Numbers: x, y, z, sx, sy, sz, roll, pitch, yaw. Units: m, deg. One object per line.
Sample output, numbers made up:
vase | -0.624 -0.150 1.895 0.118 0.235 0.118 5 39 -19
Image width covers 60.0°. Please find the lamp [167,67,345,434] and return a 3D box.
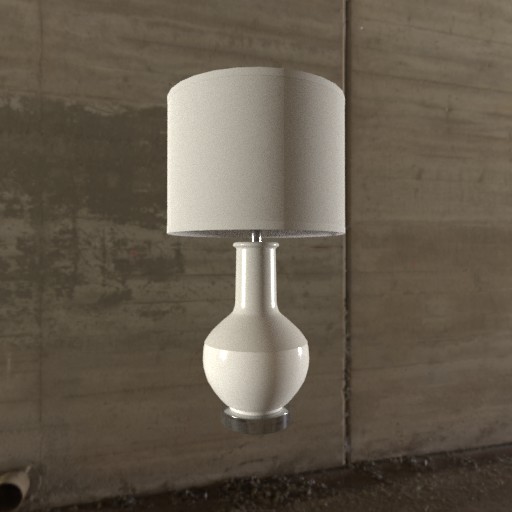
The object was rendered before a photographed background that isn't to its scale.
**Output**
lamp | 0.000 0.000 0.905 0.357 0.673 0.357 0 0 36
